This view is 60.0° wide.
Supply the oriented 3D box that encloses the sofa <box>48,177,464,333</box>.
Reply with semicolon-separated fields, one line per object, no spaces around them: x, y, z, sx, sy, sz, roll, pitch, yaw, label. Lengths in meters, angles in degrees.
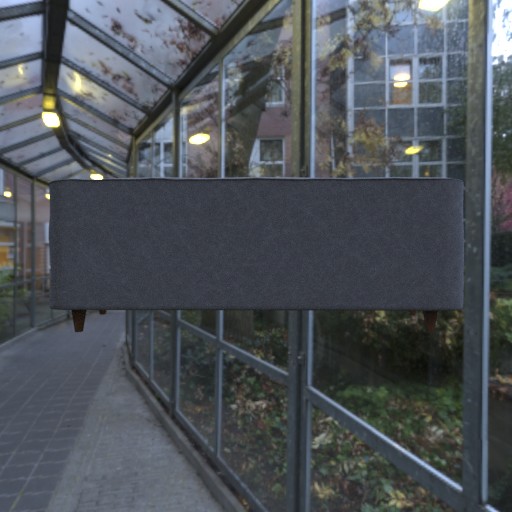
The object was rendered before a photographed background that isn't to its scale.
0.000;0.000;2.684;2.247;0.806;0.917;0;0;1;sofa
